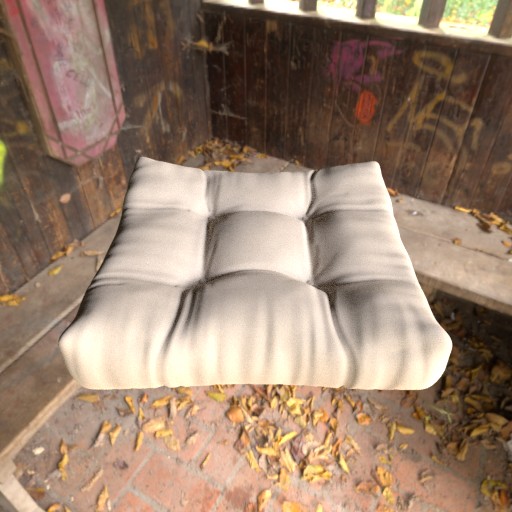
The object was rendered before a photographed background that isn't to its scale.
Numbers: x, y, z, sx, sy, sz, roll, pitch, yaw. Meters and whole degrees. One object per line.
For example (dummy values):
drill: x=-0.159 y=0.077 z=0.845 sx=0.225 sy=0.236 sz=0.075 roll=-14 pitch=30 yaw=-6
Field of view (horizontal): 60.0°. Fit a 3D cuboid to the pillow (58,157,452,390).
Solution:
pillow: x=0.000 y=0.000 z=0.727 sx=0.490 sy=0.128 sz=0.468 roll=0 pitch=42 yaw=0
